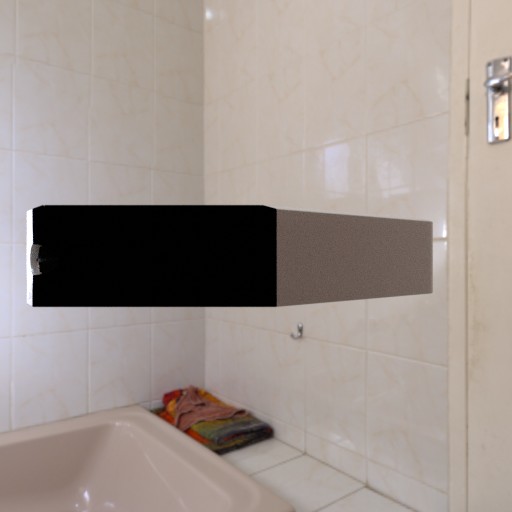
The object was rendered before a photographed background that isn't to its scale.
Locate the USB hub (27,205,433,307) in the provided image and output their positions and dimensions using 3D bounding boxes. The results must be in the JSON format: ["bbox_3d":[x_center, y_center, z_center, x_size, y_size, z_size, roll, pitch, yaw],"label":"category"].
[{"bbox_3d":[0.000,0.000,0.124,0.110,0.023,0.044,0,0,-36],"label":"USB hub"}]
